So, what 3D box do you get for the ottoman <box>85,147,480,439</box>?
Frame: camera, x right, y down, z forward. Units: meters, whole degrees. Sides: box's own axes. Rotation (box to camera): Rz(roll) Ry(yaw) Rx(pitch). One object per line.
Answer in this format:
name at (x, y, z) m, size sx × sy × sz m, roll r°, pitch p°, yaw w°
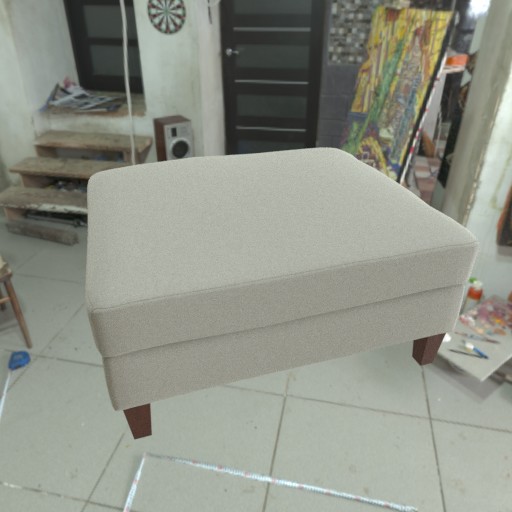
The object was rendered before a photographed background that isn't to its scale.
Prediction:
ottoman at (0.000, 0.000, 1.433) m, size 0.976 × 0.492 × 0.836 m, roll -9°, pitch 32°, yaw -15°
